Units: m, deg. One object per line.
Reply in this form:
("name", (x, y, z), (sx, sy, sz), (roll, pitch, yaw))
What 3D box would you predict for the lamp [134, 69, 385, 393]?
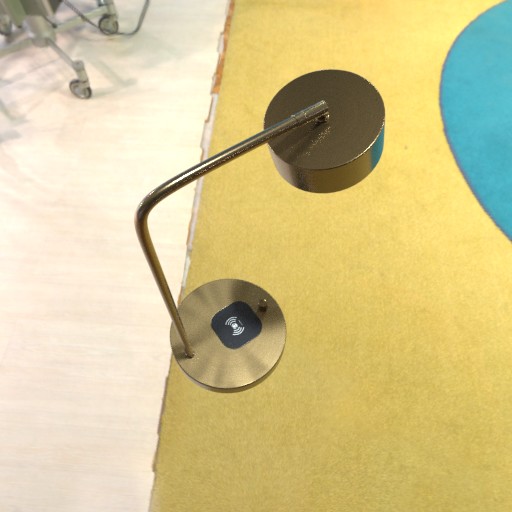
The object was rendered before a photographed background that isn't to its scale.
("lamp", (0.000, 0.000, 0.522), (0.270, 0.380, 0.171), (-31, 64, -17))
